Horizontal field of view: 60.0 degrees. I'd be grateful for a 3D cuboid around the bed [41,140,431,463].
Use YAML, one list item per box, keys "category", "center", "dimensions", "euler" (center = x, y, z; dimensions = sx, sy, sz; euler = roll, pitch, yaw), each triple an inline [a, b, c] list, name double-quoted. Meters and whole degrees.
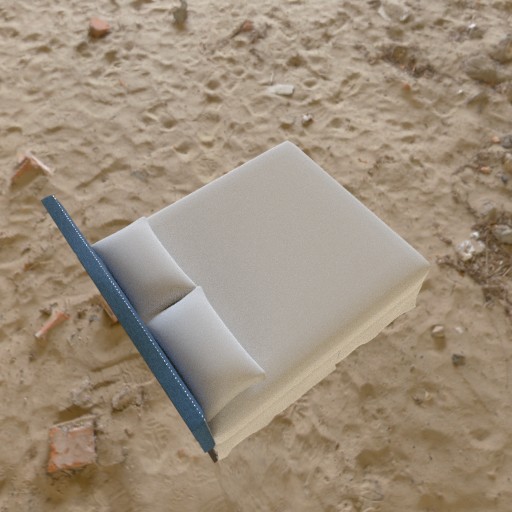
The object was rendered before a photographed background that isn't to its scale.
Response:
- category: "bed"
  center: [0.000, 0.000, 2.909]
  dimensions: [1.872, 1.169, 1.610]
  euler: [-33, 63, -19]
